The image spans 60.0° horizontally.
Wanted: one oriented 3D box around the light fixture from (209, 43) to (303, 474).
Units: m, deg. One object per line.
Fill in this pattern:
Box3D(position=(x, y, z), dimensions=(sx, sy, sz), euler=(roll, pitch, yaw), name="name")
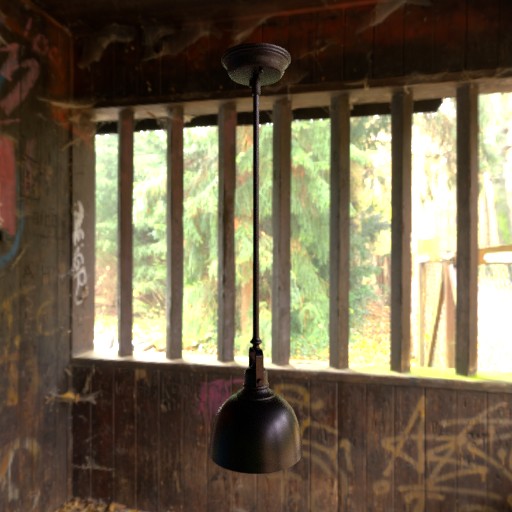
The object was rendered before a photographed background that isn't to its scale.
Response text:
Box3D(position=(0.000, 0.000, 0.867), dimensions=(0.182, 0.768, 0.182), euler=(0, 0, -16), name="light fixture")
